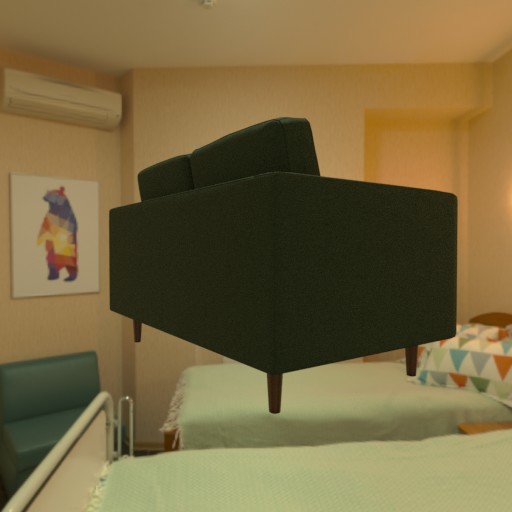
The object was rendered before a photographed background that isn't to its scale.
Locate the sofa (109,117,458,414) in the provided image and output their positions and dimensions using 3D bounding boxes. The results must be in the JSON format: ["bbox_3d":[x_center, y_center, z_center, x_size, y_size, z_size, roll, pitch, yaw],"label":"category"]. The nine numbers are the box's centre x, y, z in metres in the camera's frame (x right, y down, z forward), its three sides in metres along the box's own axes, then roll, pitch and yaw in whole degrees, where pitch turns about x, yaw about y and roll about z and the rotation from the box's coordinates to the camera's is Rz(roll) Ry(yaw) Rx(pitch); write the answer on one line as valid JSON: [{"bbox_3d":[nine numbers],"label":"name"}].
[{"bbox_3d":[0.000,0.000,1.972,0.879,0.899,1.430,-1,2,-35],"label":"sofa"}]
